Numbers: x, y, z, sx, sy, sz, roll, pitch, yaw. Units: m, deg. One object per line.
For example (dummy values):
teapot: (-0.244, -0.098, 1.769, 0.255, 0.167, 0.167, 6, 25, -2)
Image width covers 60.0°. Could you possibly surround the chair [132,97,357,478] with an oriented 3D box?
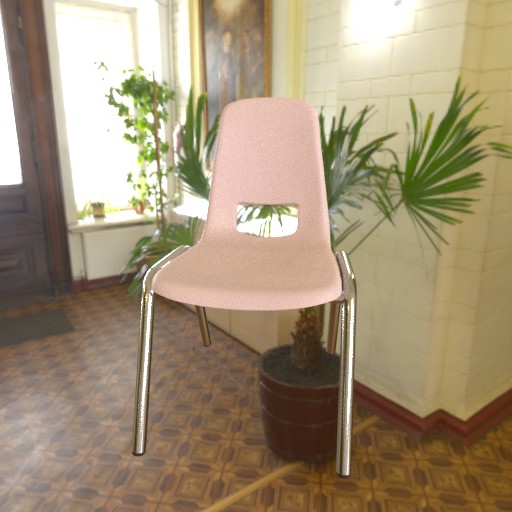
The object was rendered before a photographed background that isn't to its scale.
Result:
chair: (0.000, 0.000, 0.823, 0.354, 0.586, 0.423, 2, 15, 8)
